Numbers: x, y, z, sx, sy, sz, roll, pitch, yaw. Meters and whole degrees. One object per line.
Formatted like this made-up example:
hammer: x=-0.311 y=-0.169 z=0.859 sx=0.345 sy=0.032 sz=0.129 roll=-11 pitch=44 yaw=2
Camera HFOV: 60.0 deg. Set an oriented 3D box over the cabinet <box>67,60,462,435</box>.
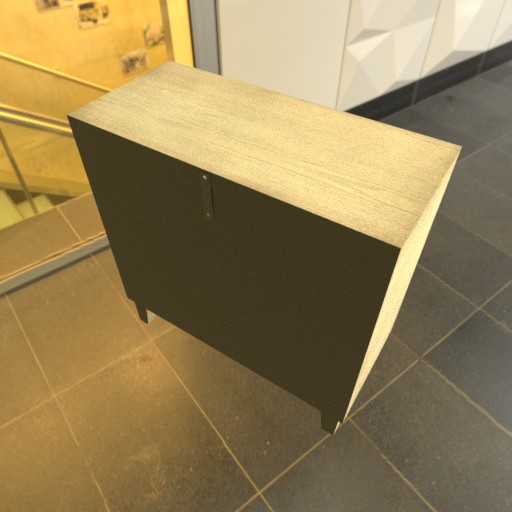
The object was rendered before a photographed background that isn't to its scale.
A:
cabinet: x=0.000 y=0.000 z=1.237 sx=0.781 sy=0.787 sz=0.370 roll=25 pitch=51 yaw=22
